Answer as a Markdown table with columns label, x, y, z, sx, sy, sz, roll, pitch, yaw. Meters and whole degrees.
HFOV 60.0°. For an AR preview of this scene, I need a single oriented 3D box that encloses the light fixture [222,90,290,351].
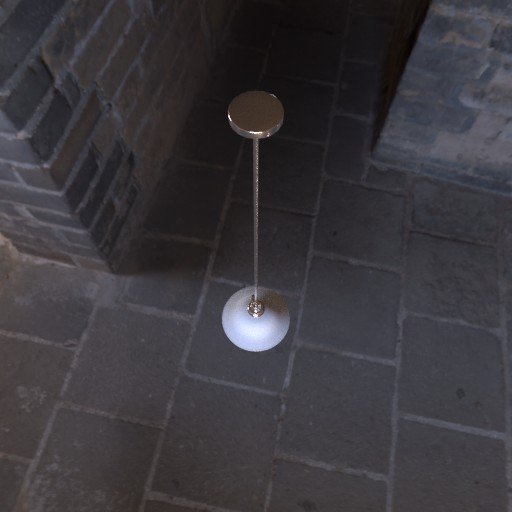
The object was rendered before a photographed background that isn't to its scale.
| label | x | y | z | sx | sy | sz | roll | pitch | yaw |
| --- | --- | --- | --- | --- | --- | --- | --- | --- | --- |
| light fixture | 0.000 | 0.000 | 1.512 | 0.324 | 1.354 | 0.324 | -32 | 68 | -15 |
